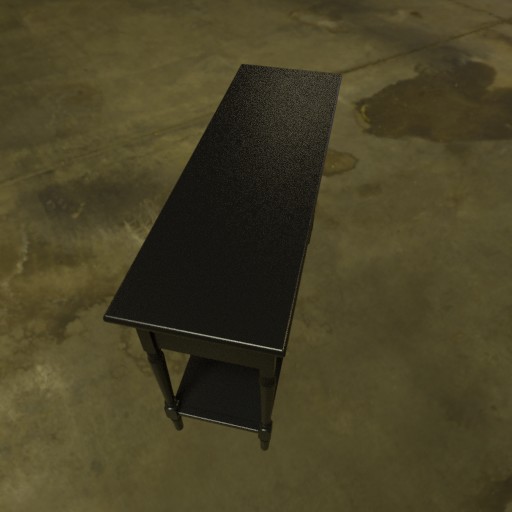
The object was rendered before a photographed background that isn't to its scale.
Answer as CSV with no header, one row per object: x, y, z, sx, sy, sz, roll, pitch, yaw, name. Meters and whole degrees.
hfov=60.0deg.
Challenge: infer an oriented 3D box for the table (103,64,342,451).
0.000,0.000,1.578,0.386,0.819,1.191,10,49,8,table
